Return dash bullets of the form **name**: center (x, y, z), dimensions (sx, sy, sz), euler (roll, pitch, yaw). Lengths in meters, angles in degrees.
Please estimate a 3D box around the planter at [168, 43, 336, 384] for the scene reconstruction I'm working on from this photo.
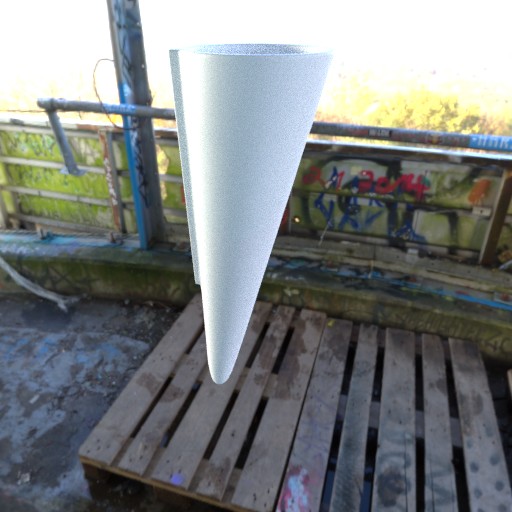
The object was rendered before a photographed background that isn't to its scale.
- **planter**: center (0.000, 0.000, 0.227), dimensions (0.064, 0.193, 0.057), euler (10, 31, 17)
